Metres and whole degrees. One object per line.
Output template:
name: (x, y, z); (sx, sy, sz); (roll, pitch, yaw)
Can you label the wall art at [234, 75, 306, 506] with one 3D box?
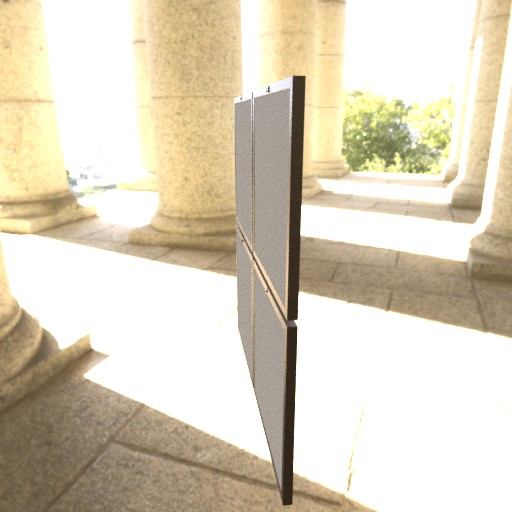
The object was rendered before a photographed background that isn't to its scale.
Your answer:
wall art: (0.000, 0.000, 1.477); (0.030, 1.032, 1.032); (-3, 18, -8)
